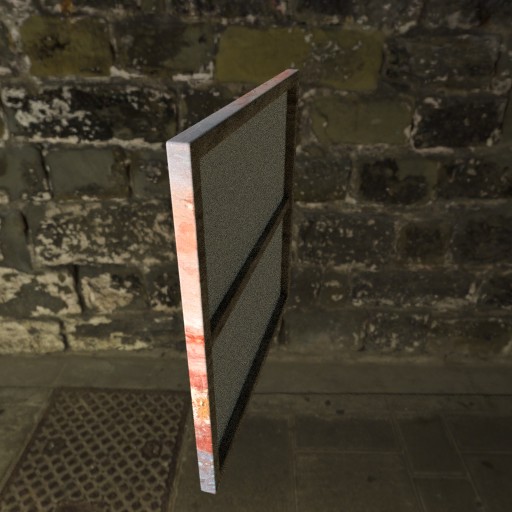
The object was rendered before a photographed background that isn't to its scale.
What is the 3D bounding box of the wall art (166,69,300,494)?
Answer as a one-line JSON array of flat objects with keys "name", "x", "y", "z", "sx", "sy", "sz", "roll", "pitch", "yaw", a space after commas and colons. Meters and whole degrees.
[{"name": "wall art", "x": 0.000, "y": 0.000, "z": 1.066, "sx": 0.035, "sy": 0.747, "sz": 0.747, "roll": 8, "pitch": 31, "yaw": 14}]
